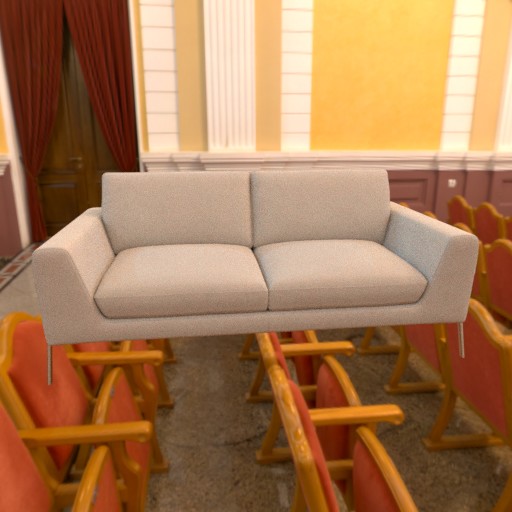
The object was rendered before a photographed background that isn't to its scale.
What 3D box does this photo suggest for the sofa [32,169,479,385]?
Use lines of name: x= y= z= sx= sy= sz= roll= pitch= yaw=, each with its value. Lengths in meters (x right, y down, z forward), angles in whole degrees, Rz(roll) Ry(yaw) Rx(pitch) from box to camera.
sofa: x=0.000 y=0.000 z=2.433 sx=2.017 sy=0.875 sz=0.953 roll=-2 pitch=17 yaw=-7
